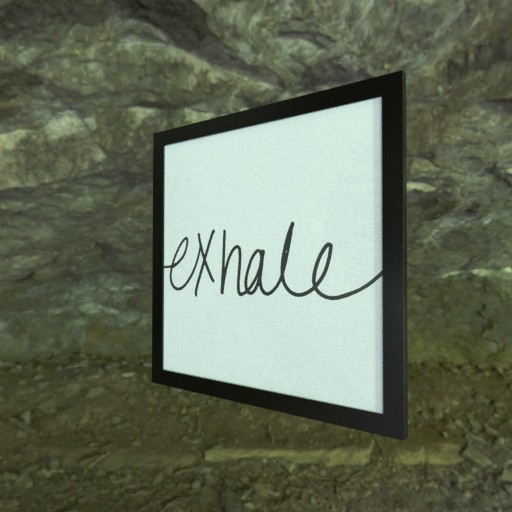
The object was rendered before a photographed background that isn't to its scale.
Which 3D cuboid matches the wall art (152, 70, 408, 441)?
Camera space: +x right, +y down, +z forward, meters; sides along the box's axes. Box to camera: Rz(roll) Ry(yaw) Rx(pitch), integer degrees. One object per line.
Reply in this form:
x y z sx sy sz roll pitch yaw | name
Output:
0.000 0.000 0.667 0.446 0.445 0.014 -1 -1 36 | wall art
